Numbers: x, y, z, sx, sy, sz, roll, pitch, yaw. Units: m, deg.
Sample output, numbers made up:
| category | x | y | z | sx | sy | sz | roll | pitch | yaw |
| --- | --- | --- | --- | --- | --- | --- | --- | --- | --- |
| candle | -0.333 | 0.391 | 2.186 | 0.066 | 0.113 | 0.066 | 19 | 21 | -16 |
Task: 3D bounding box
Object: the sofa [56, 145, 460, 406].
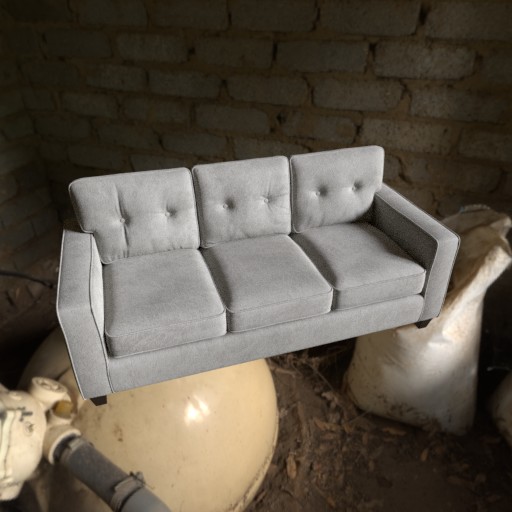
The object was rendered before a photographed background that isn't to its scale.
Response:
| category | x | y | z | sx | sy | sz | roll | pitch | yaw |
| --- | --- | --- | --- | --- | --- | --- | --- | --- | --- |
| sofa | 0.000 | 0.000 | 2.632 | 2.133 | 0.965 | 0.939 | -10 | 34 | -15 |
